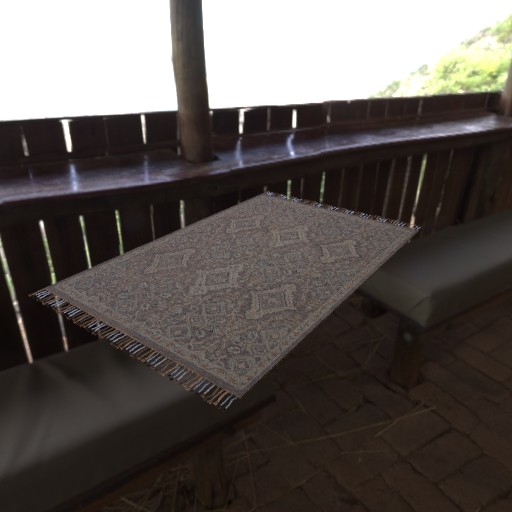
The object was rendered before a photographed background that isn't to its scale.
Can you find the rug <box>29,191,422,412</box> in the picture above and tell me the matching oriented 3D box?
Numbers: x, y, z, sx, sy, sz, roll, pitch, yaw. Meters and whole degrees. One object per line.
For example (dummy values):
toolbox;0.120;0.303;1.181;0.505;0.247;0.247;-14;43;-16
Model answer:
rug;0.000;0.000;3.067;1.516;0.010;2.434;18;32;32
